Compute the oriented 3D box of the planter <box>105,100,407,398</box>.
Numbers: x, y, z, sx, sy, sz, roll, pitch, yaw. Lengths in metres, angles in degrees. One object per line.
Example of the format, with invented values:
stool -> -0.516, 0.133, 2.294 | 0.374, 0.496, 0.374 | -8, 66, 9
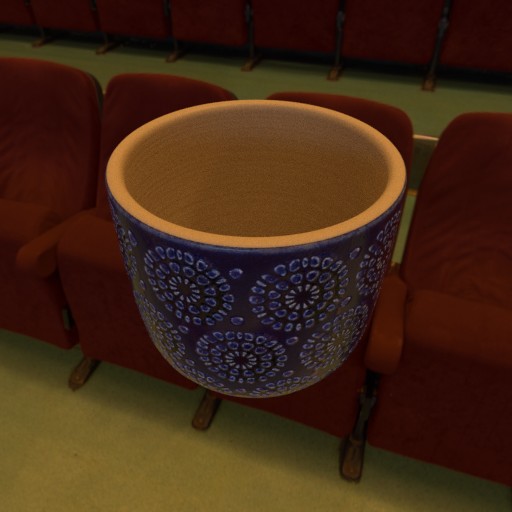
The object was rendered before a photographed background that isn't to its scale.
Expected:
planter -> 0.000, 0.000, 0.294 | 0.165, 0.149, 0.165 | 0, 40, 0
